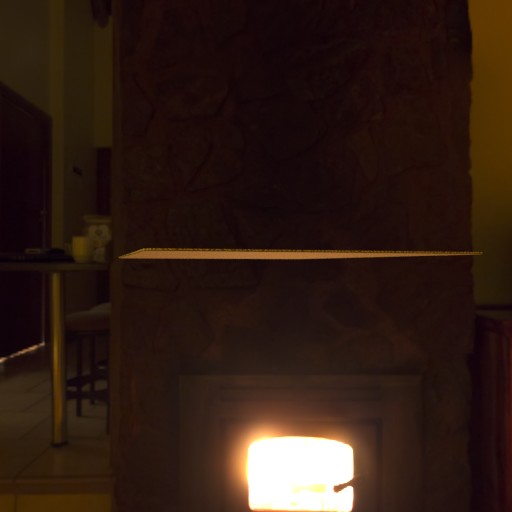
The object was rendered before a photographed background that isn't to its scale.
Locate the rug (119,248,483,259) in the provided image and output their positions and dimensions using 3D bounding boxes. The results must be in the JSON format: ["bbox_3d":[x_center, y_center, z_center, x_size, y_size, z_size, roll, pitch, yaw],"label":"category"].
[{"bbox_3d":[0.000,0.000,4.336,2.439,0.014,3.207,0,-1,-20],"label":"rug"}]
